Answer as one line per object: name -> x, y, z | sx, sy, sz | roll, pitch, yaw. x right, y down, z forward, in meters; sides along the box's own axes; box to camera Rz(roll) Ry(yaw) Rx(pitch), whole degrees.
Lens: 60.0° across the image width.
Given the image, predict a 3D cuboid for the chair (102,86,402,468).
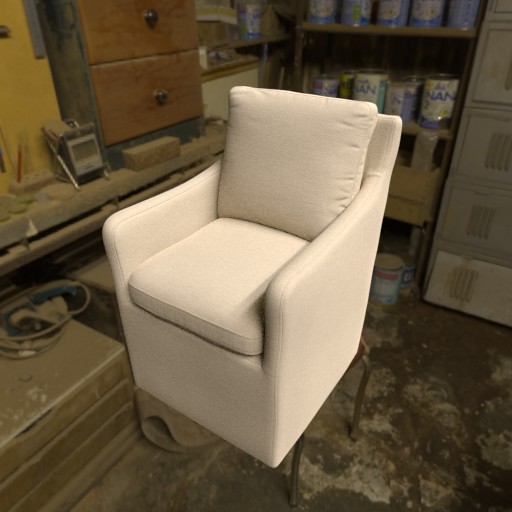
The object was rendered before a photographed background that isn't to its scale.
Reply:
chair -> 0.000, 0.000, 1.393 | 0.626, 0.914, 0.694 | 19, 35, 29
